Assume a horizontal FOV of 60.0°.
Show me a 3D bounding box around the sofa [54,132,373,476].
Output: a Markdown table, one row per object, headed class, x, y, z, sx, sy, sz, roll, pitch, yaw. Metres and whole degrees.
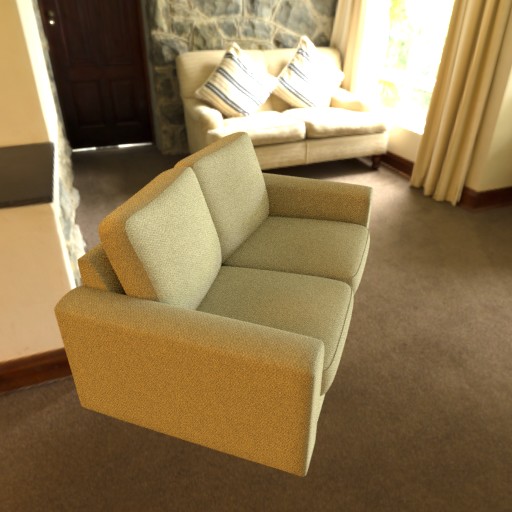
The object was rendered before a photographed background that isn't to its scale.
| class | x | y | z | sx | sy | sz | roll | pitch | yaw |
| --- | --- | --- | --- | --- | --- | --- | --- | --- | --- |
| sofa | 0.000 | 0.000 | 2.187 | 1.016 | 0.873 | 1.616 | 10 | 32 | 16 |
